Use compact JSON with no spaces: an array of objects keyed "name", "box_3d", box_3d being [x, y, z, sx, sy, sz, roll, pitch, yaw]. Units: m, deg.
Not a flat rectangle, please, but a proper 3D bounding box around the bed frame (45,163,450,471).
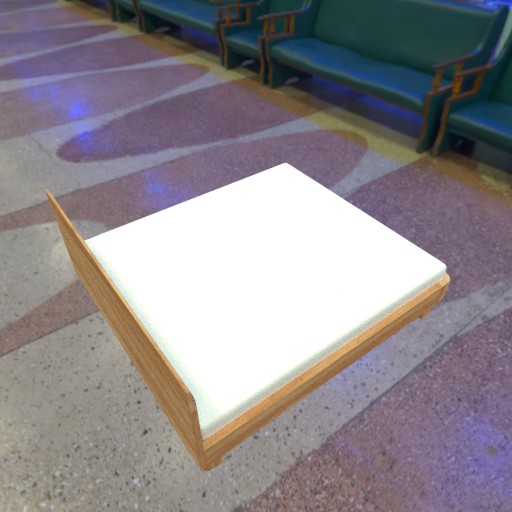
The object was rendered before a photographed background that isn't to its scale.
[{"name":"bed frame","box_3d":[0.000,0.000,3.147,2.092,0.940,1.872,-26,48,-26]}]
